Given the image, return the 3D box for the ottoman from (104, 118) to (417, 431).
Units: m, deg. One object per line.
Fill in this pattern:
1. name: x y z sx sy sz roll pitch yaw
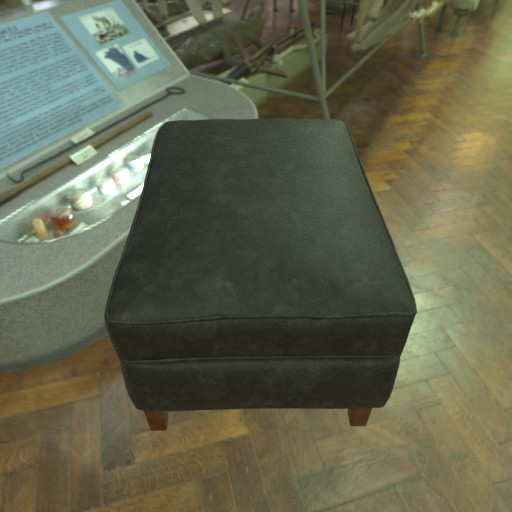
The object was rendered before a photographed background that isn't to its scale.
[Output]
1. ottoman: 0.000 0.000 0.986 0.501 0.413 0.665 -1 42 -1
